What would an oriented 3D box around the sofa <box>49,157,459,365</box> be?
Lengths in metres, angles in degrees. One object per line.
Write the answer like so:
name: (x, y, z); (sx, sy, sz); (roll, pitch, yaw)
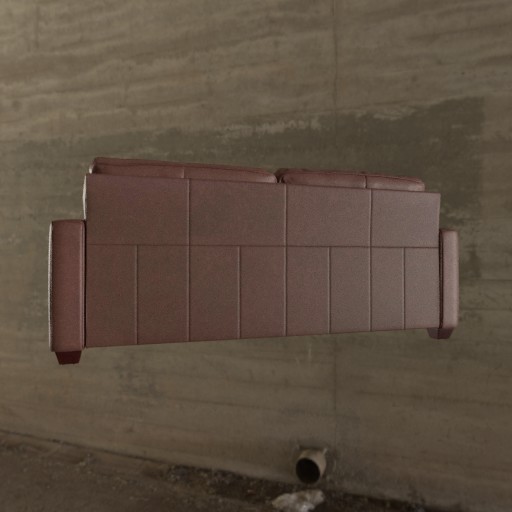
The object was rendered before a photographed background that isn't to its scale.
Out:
sofa: (0.000, 0.000, 2.534); (2.080, 0.919, 0.940); (0, 0, -18)
